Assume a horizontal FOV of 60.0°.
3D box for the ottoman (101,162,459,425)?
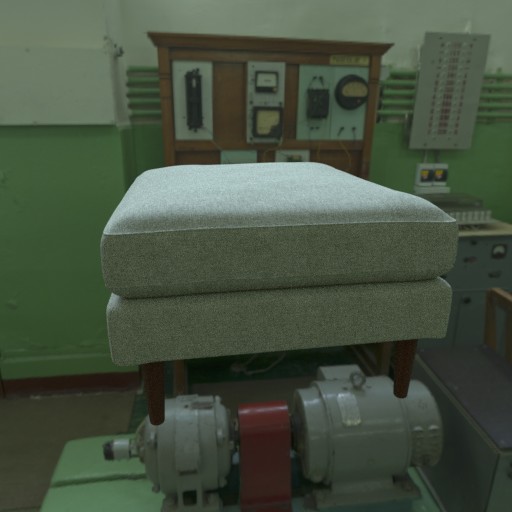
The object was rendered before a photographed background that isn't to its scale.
[{"bbox_3d":[0.000,0.000,1.237,0.693,0.474,0.821,-3,18,-9],"label":"ottoman"}]
